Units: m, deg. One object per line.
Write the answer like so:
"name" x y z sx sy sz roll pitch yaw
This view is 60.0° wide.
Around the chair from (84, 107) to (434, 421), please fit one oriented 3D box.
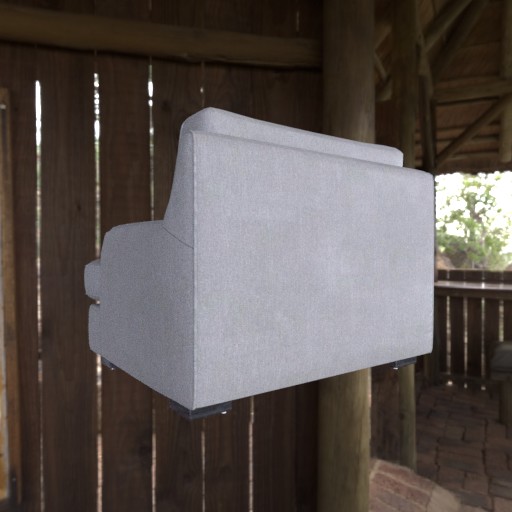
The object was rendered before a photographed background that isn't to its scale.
"chair" 0.000 0.000 1.996 1.270 0.974 1.043 -1 1 -36
